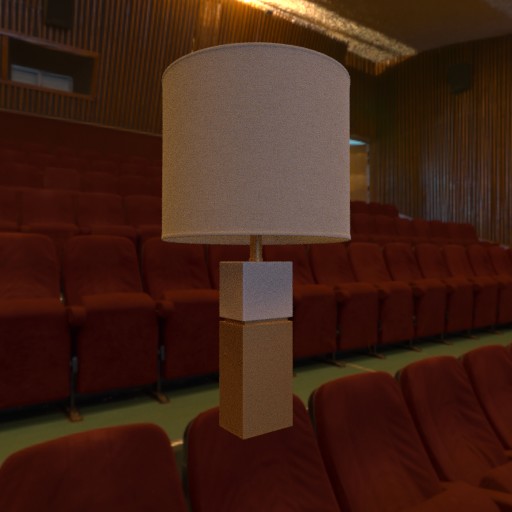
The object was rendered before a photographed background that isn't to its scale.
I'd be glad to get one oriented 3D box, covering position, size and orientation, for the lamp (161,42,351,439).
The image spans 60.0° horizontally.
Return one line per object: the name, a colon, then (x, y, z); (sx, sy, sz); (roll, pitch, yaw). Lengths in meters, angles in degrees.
lamp: (0.000, 0.000, 0.547); (0.229, 0.417, 0.229); (1, -1, -36)
